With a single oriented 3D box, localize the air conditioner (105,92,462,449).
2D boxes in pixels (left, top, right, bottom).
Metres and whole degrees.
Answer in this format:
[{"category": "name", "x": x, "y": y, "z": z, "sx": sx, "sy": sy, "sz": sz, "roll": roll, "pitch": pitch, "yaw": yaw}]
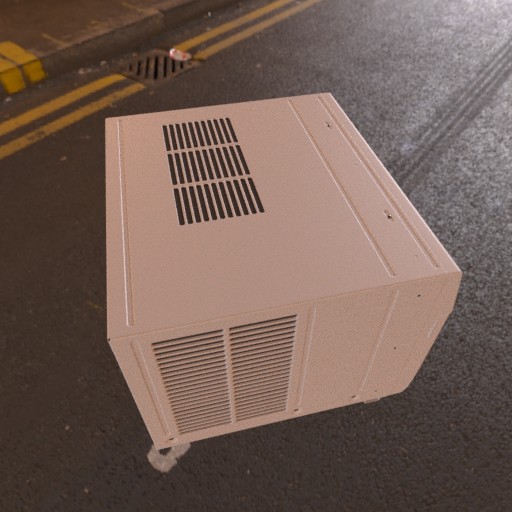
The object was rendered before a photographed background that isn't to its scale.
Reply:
[{"category": "air conditioner", "x": 0.000, "y": 0.000, "z": 1.068, "sx": 0.599, "sy": 0.455, "sz": 0.645, "roll": -10, "pitch": 48, "yaw": -9}]
